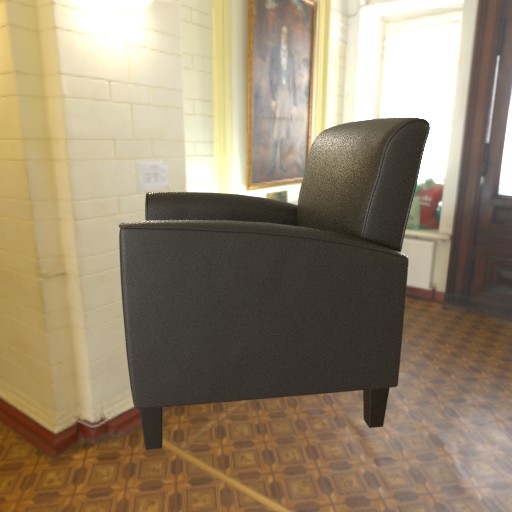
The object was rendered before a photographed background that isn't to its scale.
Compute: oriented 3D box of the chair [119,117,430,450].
[{"bbox_3d":[0.000,0.000,1.552,0.819,0.916,0.820,-2,14,-8],"label":"chair"}]
